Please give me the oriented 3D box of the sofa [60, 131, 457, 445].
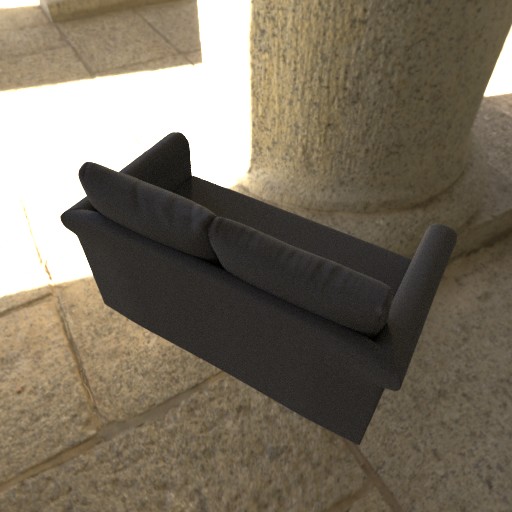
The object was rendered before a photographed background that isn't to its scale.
[{"bbox_3d":[0.000,0.000,1.928,1.460,0.872,0.741,24,52,20],"label":"sofa"}]
